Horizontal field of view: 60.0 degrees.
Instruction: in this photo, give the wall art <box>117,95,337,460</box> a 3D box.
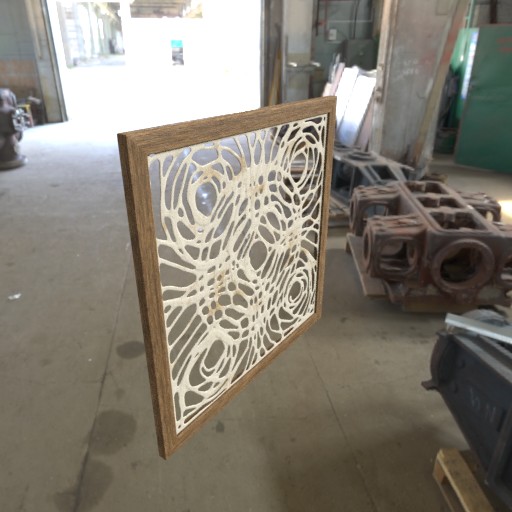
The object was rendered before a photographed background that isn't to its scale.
[{"bbox_3d":[0.000,0.000,0.863,0.021,0.576,0.561,18,31,32],"label":"wall art"}]
